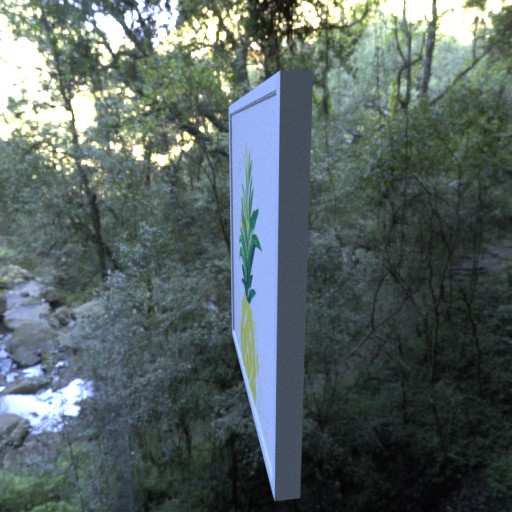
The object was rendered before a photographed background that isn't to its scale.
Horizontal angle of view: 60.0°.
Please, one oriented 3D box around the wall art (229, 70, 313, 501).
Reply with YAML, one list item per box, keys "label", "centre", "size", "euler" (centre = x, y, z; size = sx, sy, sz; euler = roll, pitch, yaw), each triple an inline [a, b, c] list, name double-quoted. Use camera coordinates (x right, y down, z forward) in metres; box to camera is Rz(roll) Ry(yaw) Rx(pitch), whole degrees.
- label: "wall art"
  centre: [0.000, 0.000, 0.448]
  size: [0.020, 0.307, 0.307]
  euler: [-2, 15, -9]
